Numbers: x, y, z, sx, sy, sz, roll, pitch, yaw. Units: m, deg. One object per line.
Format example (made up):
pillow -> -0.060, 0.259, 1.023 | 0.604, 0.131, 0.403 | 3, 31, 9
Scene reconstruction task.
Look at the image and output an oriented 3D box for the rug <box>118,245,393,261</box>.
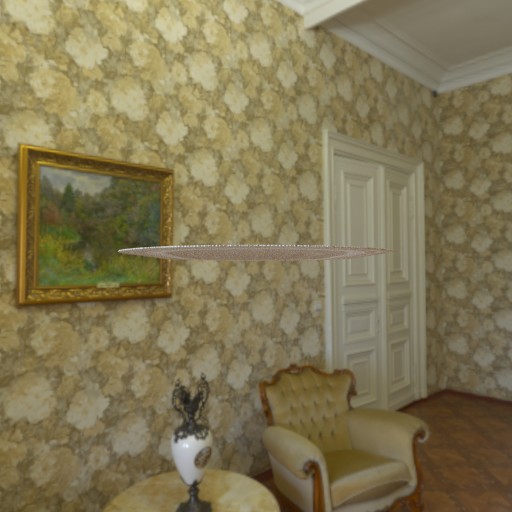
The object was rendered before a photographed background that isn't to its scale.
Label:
rug -> 0.000, 0.000, 3.034 | 1.520, 0.006, 2.432 | 0, -2, 0
